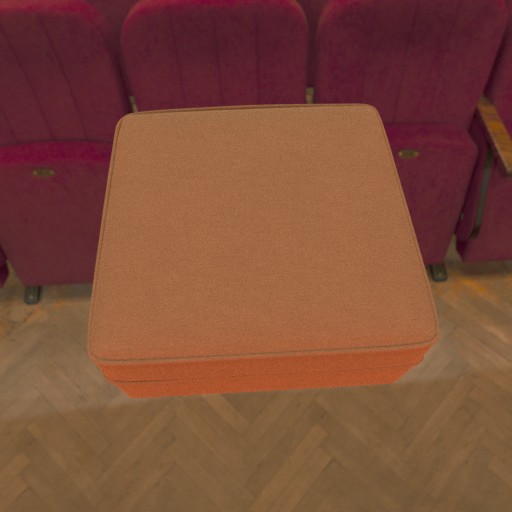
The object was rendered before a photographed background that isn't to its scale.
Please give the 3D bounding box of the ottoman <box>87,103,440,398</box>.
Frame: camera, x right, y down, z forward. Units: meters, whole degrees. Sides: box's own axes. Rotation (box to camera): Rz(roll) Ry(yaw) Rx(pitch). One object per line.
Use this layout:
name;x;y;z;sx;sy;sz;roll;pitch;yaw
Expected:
ottoman;0.000;0.000;1.035;0.616;0.438;0.613;-3;59;-2
